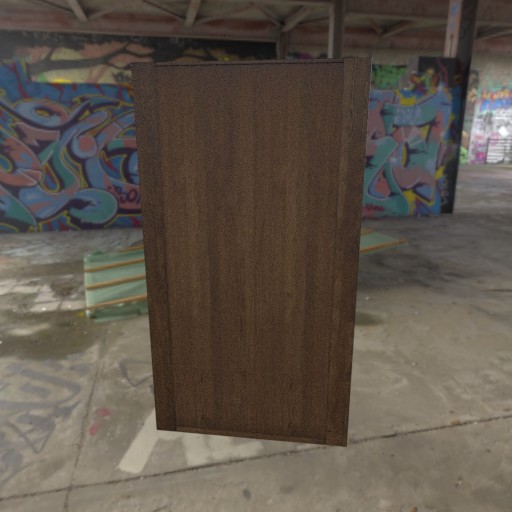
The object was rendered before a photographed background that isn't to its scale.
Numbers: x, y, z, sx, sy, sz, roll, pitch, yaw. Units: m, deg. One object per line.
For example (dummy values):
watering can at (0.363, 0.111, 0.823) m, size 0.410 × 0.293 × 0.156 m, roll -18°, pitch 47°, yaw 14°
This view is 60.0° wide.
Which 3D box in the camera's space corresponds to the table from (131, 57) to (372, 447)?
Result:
table at (0.000, 0.000, 2.553) m, size 1.100 × 2.000 × 0.600 m, roll 2°, pitch 16°, yaw 7°
